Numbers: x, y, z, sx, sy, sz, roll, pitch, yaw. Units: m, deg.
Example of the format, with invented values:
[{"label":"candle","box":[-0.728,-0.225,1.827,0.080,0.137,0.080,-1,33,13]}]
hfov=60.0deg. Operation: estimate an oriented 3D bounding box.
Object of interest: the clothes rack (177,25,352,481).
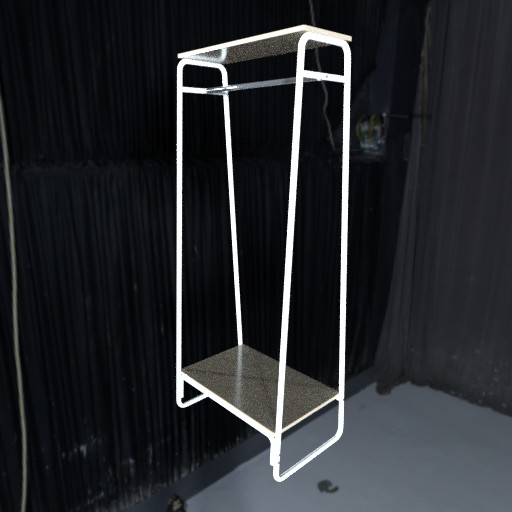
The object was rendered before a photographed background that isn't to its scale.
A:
[{"label":"clothes rack","box":[0.000,0.000,1.740,0.400,1.512,0.640,-14,20,-41]}]
